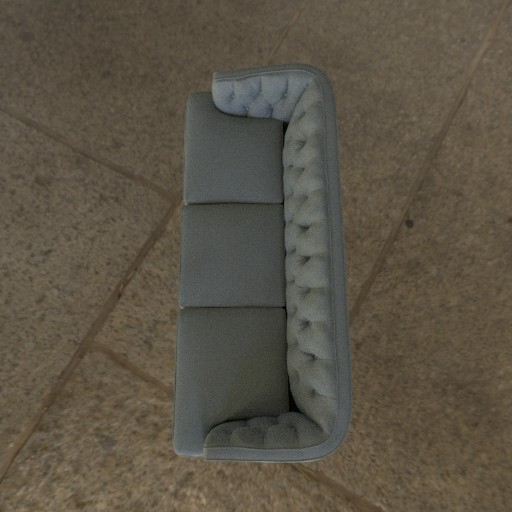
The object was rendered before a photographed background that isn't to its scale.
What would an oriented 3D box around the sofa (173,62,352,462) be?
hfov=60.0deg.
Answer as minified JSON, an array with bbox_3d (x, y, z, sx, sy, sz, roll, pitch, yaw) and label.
[{"bbox_3d":[0.000,0.000,2.728,0.941,0.855,2.278,0,75,0],"label":"sofa"}]
